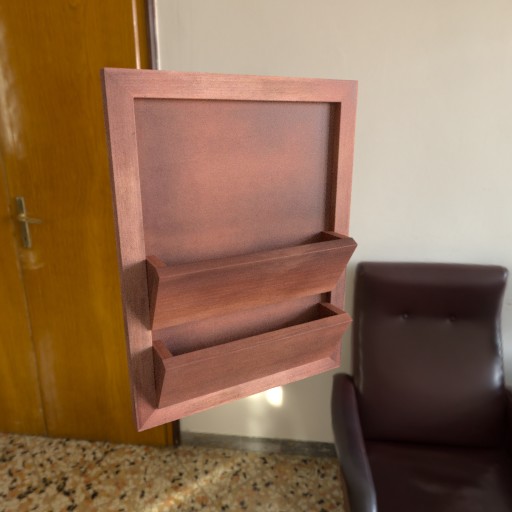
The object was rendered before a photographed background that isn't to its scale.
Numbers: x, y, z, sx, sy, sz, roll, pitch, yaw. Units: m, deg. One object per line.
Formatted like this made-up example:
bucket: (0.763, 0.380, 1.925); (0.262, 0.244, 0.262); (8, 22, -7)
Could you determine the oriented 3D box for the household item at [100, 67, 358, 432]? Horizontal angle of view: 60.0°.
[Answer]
household item: (0.000, 0.000, 0.533); (0.310, 0.407, 0.067); (-9, 19, -27)
